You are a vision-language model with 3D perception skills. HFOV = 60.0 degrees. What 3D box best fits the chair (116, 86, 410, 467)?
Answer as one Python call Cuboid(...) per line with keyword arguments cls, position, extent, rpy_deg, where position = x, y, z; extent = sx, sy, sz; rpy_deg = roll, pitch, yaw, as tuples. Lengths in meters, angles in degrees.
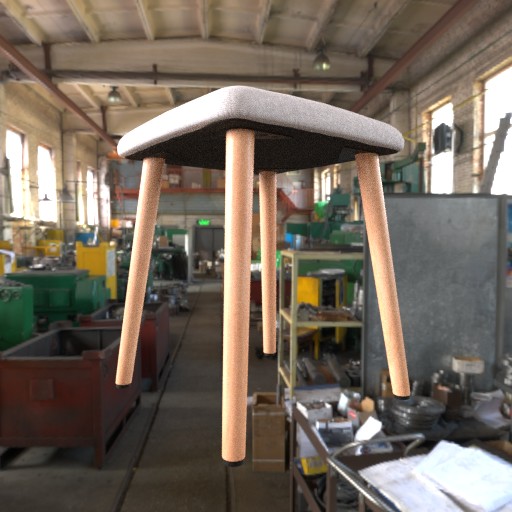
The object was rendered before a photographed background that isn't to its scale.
Cuboid(cls="chair", position=(0.000, 0.000, 0.708), extent=(0.350, 0.440, 0.350), rpy_deg=(-2, 3, -38))
